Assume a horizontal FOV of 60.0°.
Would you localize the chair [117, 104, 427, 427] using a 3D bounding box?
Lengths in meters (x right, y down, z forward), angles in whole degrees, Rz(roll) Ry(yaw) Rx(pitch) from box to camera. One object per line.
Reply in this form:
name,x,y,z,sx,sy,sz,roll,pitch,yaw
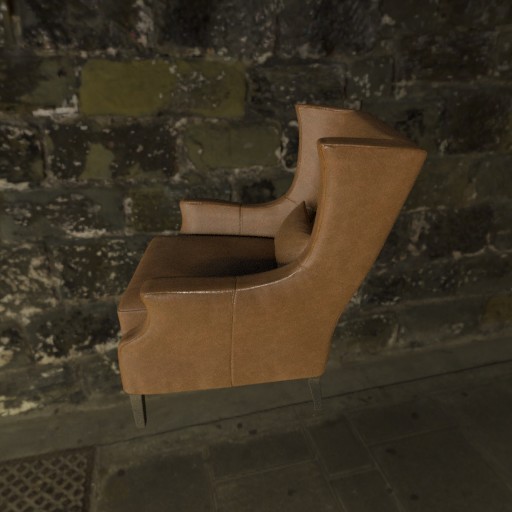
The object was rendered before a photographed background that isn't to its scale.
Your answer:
chair,0.000,0.000,1.687,0.925,1.016,0.852,0,26,0
